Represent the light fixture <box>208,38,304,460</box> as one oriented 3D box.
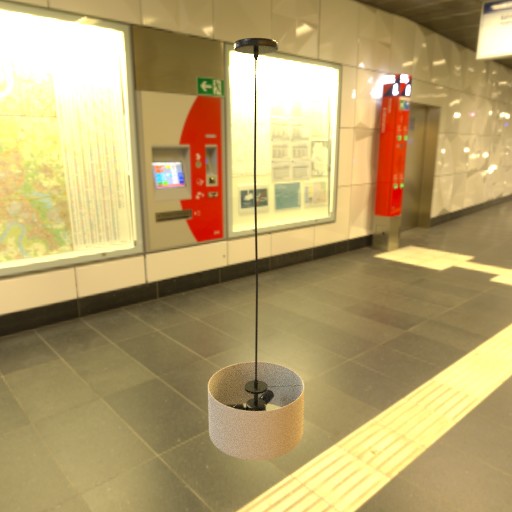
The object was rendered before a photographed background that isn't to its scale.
[{"bbox_3d":[0.000,0.000,1.713,0.399,1.516,0.399,0,14,0],"label":"light fixture"}]
